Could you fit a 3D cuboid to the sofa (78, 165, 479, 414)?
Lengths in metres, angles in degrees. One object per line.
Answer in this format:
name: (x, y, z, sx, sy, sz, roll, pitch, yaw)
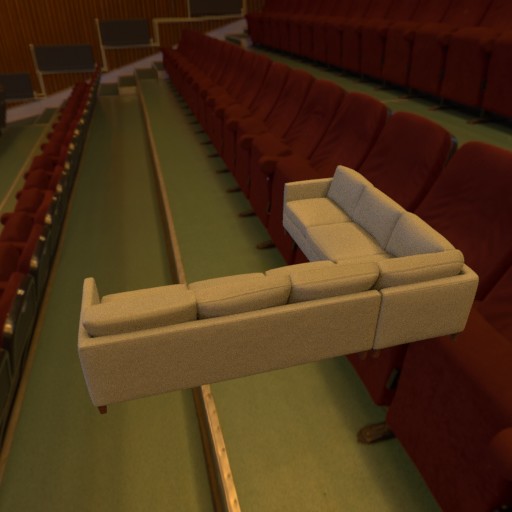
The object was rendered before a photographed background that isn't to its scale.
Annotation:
sofa: (0.000, 0.000, 4.571, 3.301, 0.947, 2.592, -8, 31, -13)
